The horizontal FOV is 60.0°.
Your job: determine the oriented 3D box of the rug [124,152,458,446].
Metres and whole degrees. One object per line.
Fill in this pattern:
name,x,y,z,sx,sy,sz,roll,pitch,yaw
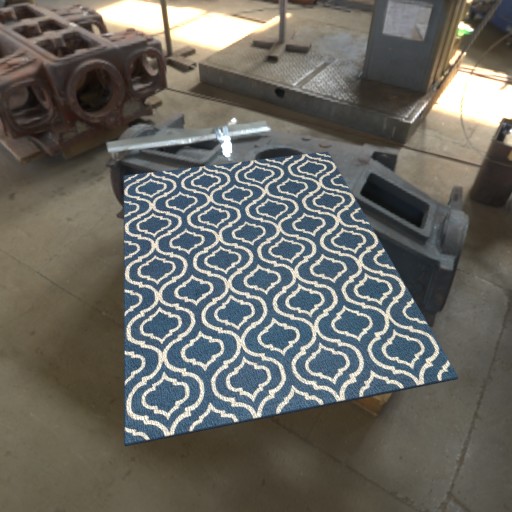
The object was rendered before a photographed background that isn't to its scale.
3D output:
rug,0.000,0.000,3.888,2.270,0.020,2.881,-9,47,-8
